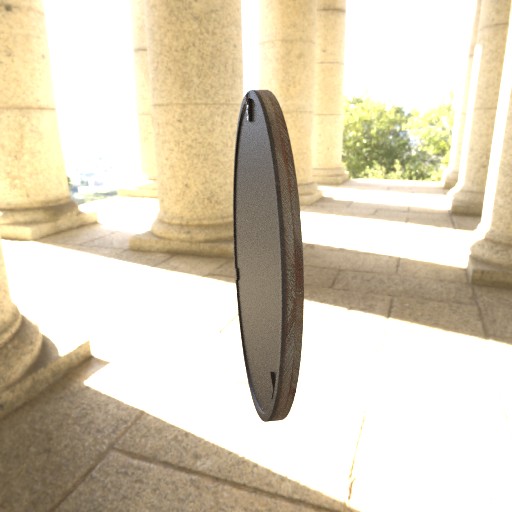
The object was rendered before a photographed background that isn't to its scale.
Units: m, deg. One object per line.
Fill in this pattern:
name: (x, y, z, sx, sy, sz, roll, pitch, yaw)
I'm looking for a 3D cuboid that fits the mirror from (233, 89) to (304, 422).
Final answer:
mirror: (0.000, 0.000, 1.012, 0.038, 0.710, 0.710, -3, 17, -8)
